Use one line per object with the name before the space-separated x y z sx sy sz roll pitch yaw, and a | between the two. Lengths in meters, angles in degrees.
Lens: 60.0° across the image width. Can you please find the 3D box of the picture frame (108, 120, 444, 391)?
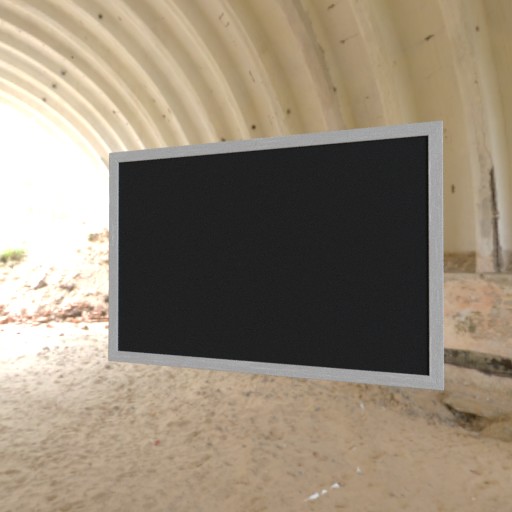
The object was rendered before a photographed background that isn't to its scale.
picture frame | 0.000 0.000 1.221 0.950 0.640 0.029 0 -1 19
